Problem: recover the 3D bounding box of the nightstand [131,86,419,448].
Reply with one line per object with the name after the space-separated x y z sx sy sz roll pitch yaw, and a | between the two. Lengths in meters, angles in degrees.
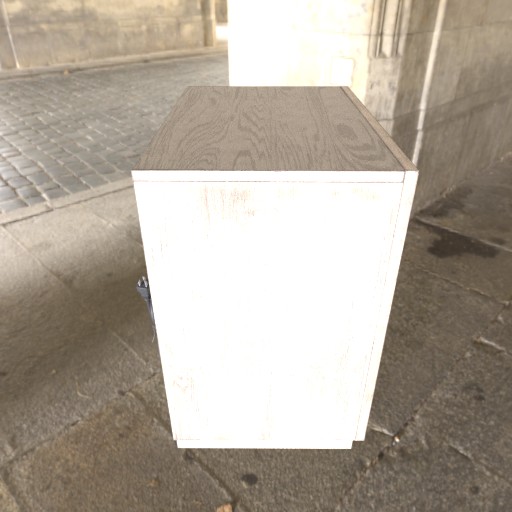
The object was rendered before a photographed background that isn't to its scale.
0.000 0.000 1.083 0.483 0.673 0.612 0 32 0 | nightstand
